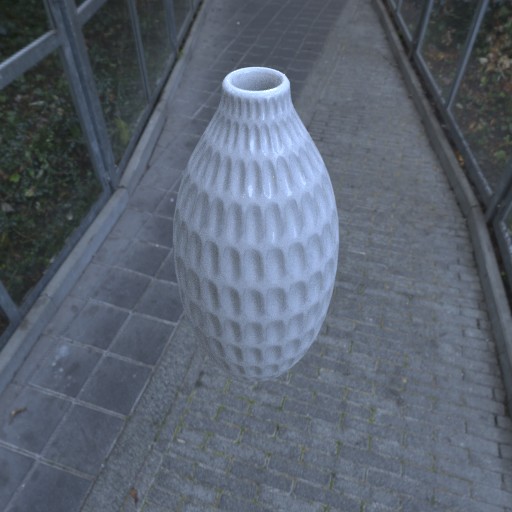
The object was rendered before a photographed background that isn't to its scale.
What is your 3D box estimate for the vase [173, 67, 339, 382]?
[{"bbox_3d":[0.000,0.000,0.350,0.127,0.282,0.127,0,45,0],"label":"vase"}]
